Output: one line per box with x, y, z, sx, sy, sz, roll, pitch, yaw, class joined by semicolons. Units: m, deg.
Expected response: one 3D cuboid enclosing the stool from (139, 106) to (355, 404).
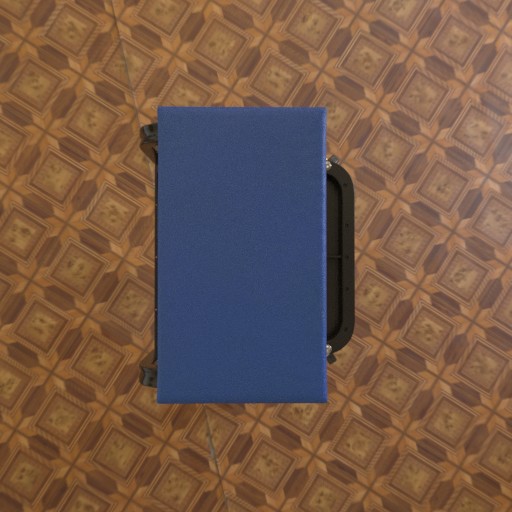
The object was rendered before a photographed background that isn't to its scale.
0.000;0.000;0.733;0.371;0.380;0.446;0;89;-1;stool
